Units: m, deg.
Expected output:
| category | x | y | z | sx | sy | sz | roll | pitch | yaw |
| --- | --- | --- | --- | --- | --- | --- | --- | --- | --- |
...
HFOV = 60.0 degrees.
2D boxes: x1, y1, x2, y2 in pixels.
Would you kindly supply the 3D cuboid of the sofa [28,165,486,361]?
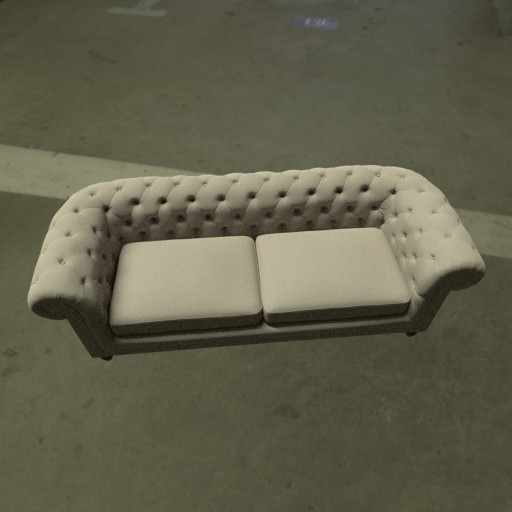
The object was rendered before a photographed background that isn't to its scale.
| category | x | y | z | sx | sy | sz | roll | pitch | yaw |
| --- | --- | --- | --- | --- | --- | --- | --- | --- | --- |
| sofa | 0.000 | 0.000 | 2.785 | 2.411 | 0.749 | 0.991 | -4 | 46 | -4 |
